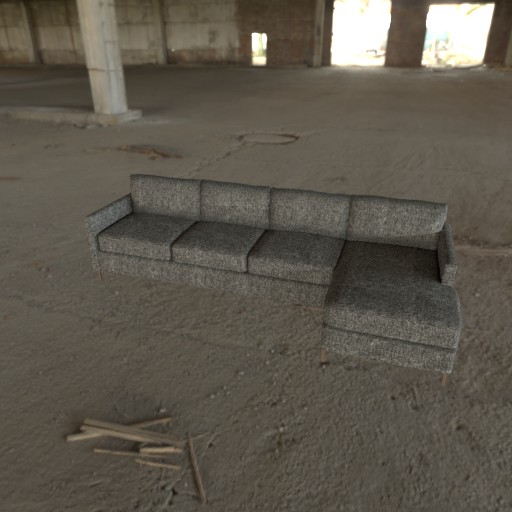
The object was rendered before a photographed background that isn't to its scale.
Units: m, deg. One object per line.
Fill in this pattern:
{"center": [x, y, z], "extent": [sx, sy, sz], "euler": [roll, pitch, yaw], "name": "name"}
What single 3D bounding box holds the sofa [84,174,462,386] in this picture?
{"center": [0.000, 0.000, 4.053], "extent": [3.384, 0.970, 1.488], "euler": [8, 27, 16], "name": "sofa"}
